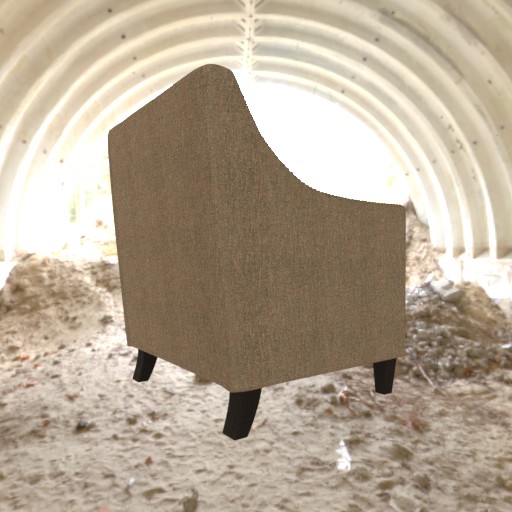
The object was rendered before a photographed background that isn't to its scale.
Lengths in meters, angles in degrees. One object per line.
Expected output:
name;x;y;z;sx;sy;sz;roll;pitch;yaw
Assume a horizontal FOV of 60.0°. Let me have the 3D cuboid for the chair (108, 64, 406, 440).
chair;0.000;0.000;1.646;0.884;0.967;0.776;0;0;-36
